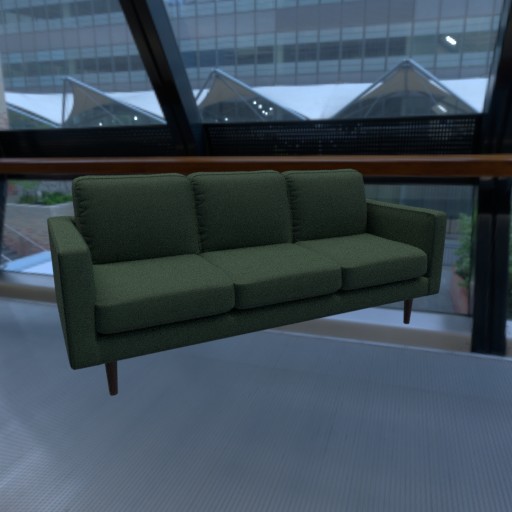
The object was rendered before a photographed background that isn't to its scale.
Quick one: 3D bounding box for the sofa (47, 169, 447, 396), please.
[{"bbox_3d":[0.000,0.000,2.457,2.029,0.899,0.879,-7,16,-26],"label":"sofa"}]
